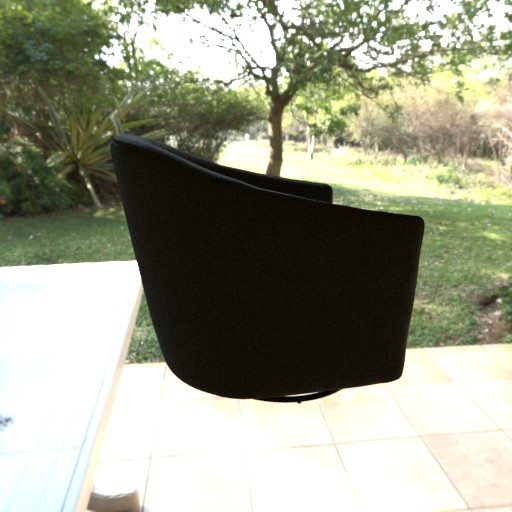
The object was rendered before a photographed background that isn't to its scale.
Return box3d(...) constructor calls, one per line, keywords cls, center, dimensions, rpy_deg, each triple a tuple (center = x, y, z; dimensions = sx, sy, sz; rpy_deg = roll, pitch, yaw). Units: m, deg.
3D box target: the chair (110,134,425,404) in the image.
box3d(cls="chair", center=(0.000, 0.000, 1.505), dimensions=(0.875, 0.799, 0.747), rpy_deg=(-4, 17, -12))
